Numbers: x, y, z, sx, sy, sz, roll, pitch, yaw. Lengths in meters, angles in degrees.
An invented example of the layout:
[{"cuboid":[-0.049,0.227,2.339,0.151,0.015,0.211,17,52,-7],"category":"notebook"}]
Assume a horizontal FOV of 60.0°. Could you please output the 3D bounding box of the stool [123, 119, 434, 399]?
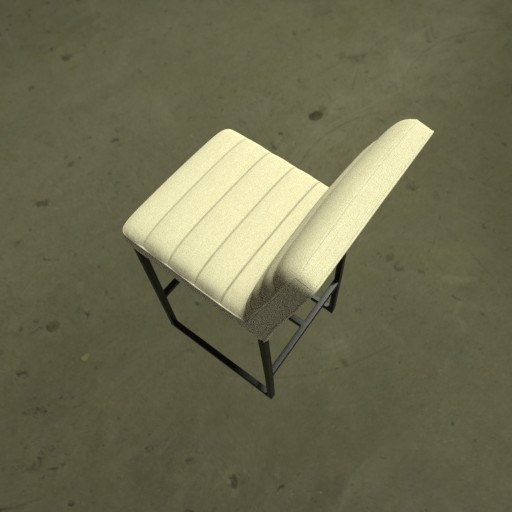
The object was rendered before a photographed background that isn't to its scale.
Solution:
[{"cuboid":[0.000,0.000,1.312,0.560,1.040,0.460,33,66,17],"category":"stool"}]
